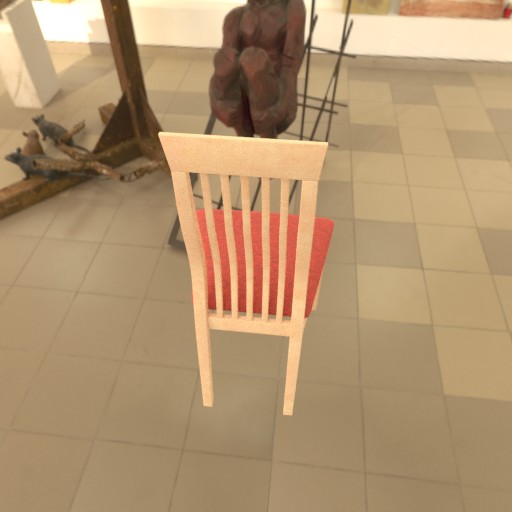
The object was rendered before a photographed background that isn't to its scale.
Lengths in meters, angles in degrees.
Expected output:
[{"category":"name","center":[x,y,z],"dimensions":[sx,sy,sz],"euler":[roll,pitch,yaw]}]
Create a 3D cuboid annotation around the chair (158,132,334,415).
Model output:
[{"category":"chair","center":[0.000,0.000,1.260],"dimensions":[0.460,1.027,0.474],"euler":[5,48,4]}]
